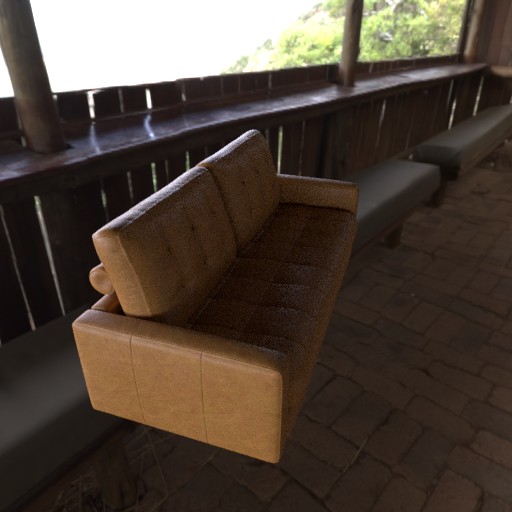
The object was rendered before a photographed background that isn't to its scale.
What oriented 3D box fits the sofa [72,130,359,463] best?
[{"bbox_3d":[0.000,0.000,2.251,0.850,0.898,1.821,9,30,17],"label":"sofa"}]
